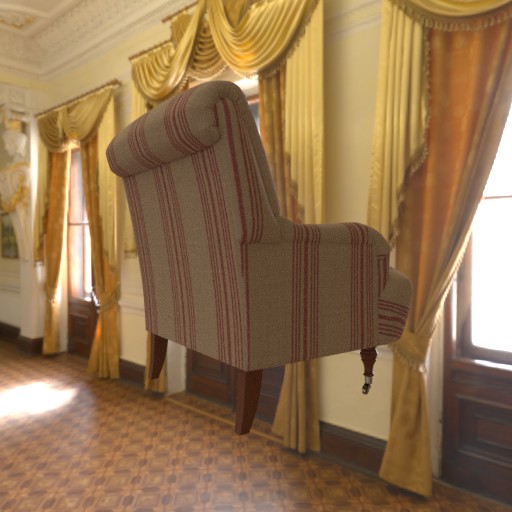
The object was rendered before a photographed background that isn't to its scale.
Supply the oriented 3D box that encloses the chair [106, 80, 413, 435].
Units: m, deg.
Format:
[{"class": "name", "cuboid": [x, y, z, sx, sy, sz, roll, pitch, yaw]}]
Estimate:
[{"class": "chair", "cuboid": [0.000, 0.000, 1.898, 1.058, 1.123, 0.933, -1, 2, -36]}]
